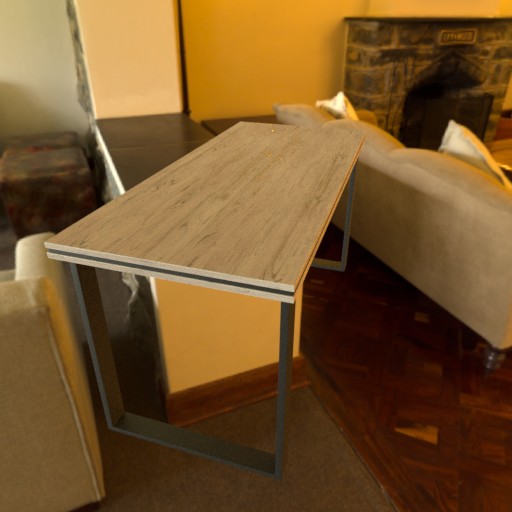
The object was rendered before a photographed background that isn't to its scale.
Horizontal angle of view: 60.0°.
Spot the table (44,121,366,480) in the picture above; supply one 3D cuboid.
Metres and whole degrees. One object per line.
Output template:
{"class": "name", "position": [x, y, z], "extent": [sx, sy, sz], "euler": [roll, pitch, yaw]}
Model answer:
{"class": "table", "position": [0.000, 0.000, 2.217], "extent": [0.795, 0.899, 1.778], "euler": [9, 30, 16]}
